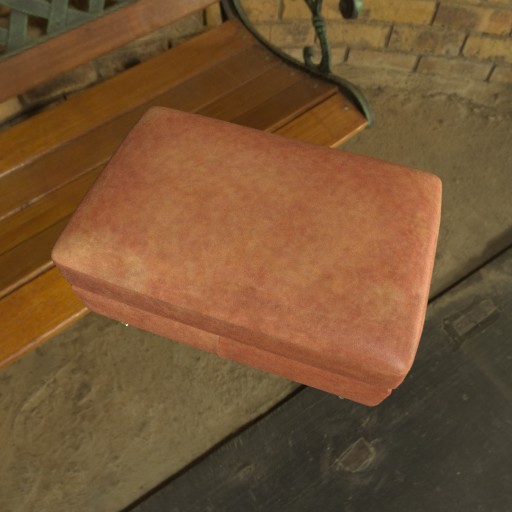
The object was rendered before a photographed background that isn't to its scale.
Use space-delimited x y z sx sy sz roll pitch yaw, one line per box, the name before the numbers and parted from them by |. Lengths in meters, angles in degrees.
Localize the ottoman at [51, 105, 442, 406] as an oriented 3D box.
ottoman | 0.000 0.000 1.217 0.852 0.507 0.565 17 61 10
